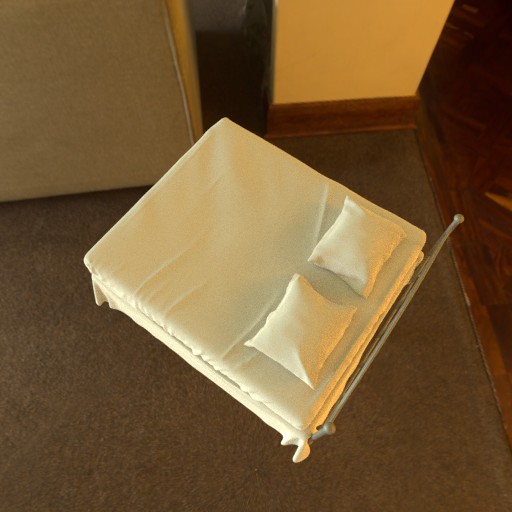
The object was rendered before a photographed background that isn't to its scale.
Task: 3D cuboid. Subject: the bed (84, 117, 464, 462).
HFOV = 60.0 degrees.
[{"bbox_3d":[0.000,0.000,3.338,2.215,1.080,1.936,33,69,15],"label":"bed"}]
